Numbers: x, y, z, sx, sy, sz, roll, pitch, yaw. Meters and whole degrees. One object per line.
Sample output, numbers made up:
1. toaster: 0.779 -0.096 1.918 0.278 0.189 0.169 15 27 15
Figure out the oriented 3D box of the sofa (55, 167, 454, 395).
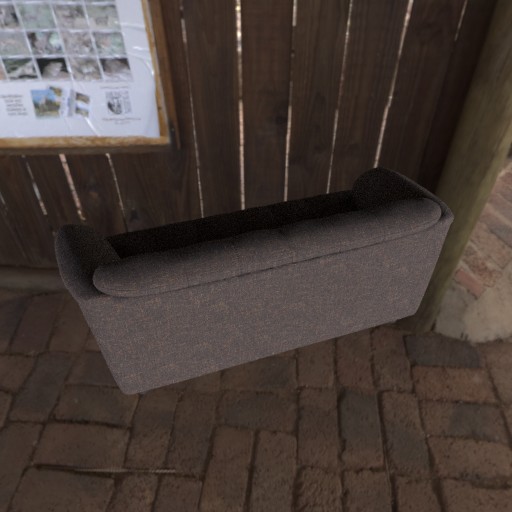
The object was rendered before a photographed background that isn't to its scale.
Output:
1. sofa: 0.000 0.000 2.269 1.849 0.790 0.887 -13 42 -14
